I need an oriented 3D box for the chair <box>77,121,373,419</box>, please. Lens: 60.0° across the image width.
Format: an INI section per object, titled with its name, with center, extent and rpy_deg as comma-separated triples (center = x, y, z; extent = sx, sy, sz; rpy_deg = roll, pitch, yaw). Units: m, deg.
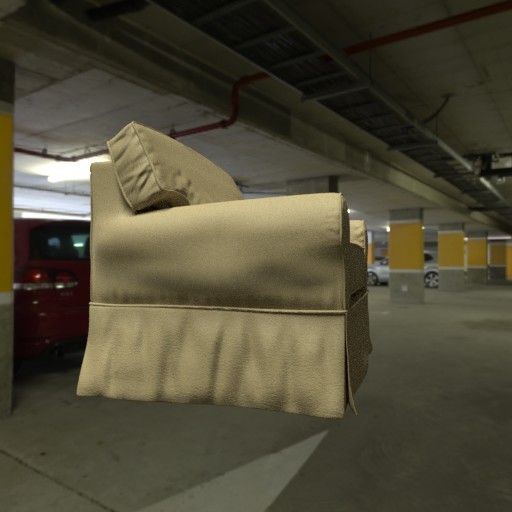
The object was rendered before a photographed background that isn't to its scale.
[chair]
center = 0.000, 0.000, 1.838
extent = 0.903, 0.937, 1.096
rpy_deg = 0, -1, 18
